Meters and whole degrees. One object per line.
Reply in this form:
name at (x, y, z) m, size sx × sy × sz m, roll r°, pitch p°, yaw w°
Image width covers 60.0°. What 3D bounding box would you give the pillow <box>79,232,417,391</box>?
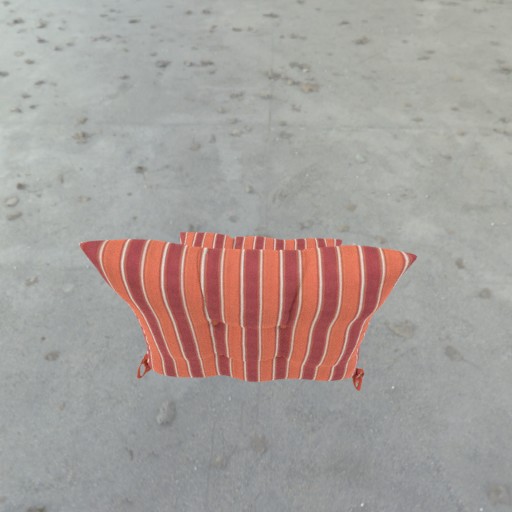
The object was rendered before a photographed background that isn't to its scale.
pillow at (0.000, 0.000, 1.014) m, size 0.541 × 0.536 × 0.585 m, roll 2°, pitch 46°, yaw 2°
